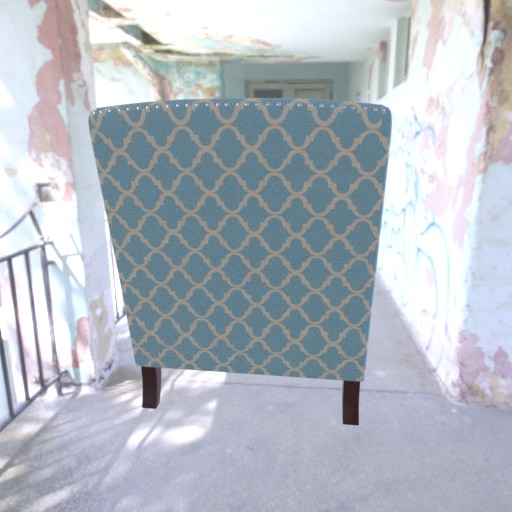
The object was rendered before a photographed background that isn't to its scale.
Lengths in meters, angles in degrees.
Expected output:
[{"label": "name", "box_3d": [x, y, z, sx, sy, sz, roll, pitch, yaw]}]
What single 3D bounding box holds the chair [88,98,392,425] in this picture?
[{"label": "chair", "box_3d": [0.000, 0.000, 1.293, 0.617, 0.817, 0.686, 2, 15, 7]}]
